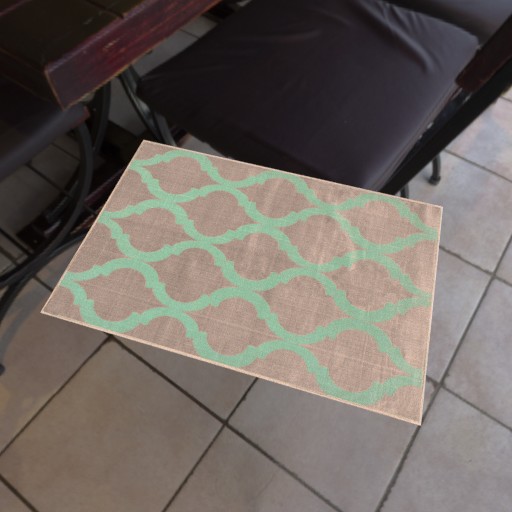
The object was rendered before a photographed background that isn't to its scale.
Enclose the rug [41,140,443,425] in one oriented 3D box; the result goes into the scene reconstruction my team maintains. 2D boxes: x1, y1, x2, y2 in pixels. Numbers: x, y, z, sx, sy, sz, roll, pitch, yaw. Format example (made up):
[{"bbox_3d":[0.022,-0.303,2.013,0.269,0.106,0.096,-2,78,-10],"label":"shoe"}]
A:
[{"bbox_3d":[0.000,0.000,2.910,2.286,0.006,1.524,14,60,9],"label":"rug"}]
